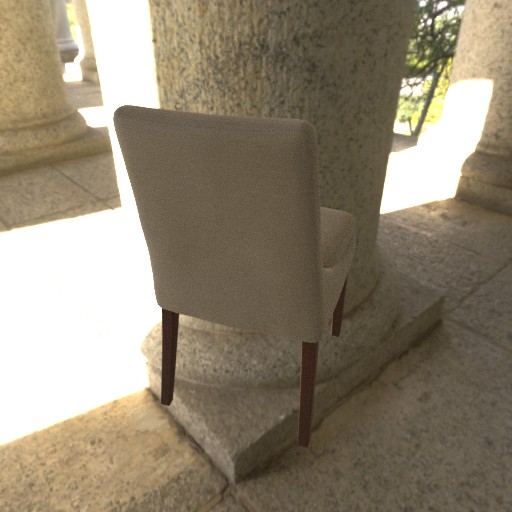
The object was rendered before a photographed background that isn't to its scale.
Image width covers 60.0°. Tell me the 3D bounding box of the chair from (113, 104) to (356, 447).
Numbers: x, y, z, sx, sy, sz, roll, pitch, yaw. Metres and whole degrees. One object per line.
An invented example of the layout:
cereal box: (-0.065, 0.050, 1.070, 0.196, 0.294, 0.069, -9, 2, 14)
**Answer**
chair: (0.000, 0.000, 1.296, 0.515, 0.940, 0.638, 10, 32, 16)
